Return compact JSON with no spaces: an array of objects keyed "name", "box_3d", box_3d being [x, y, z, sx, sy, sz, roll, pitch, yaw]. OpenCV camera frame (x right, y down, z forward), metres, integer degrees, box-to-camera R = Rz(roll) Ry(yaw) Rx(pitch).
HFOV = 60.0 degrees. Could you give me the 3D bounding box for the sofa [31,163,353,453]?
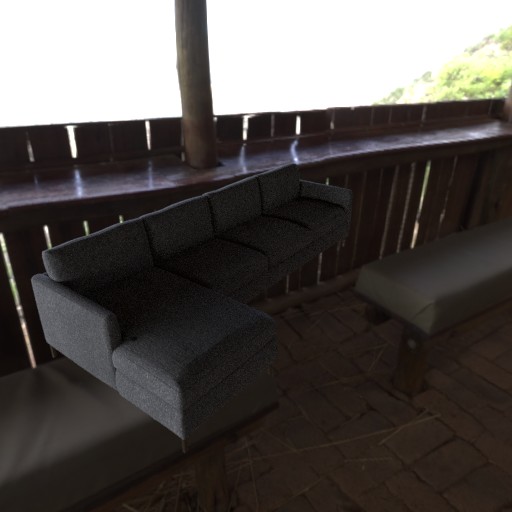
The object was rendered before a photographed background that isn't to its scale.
[{"name":"sofa","box_3d":[0.000,0.000,3.488,1.350,0.810,2.932,18,31,33]}]
